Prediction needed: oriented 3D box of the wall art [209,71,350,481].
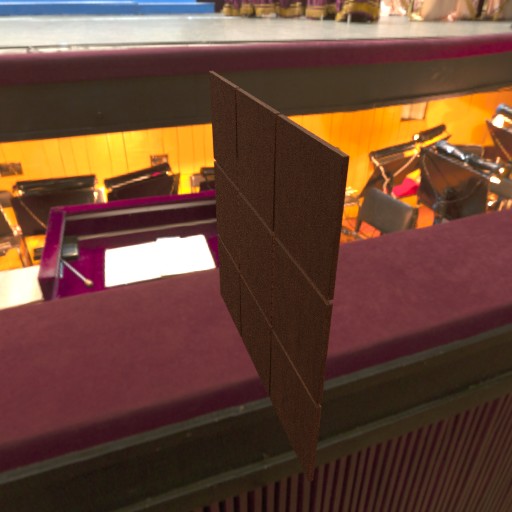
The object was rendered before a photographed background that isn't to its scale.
[{"bbox_3d":[0.000,0.000,1.343,0.013,0.914,0.915,-10,33,-16],"label":"wall art"}]
